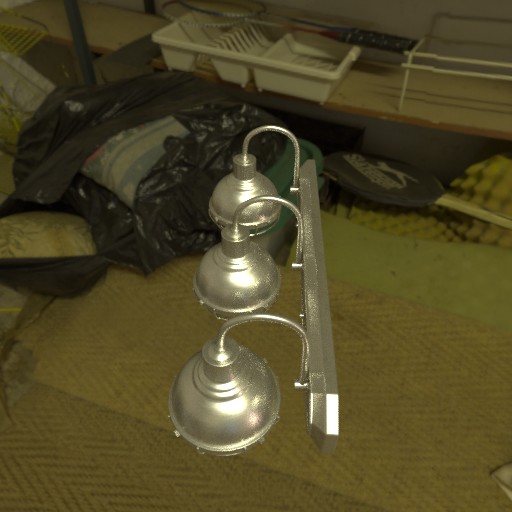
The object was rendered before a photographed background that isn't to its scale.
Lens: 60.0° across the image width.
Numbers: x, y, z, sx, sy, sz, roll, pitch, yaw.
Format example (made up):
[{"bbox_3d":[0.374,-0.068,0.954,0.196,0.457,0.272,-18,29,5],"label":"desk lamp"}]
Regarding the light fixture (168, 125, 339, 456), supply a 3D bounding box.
[{"bbox_3d":[0.000,0.000,0.770,0.229,0.254,0.634,2,43,2],"label":"light fixture"}]
